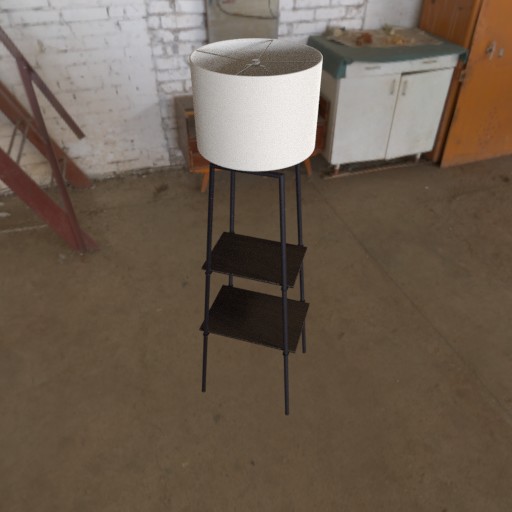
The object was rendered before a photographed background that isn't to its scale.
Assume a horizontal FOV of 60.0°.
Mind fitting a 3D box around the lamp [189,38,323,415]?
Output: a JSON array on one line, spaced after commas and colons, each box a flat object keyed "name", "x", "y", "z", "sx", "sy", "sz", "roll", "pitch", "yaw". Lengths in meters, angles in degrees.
[{"name": "lamp", "x": 0.000, "y": 0.000, "z": 1.723, "sx": 0.427, "sy": 1.474, "sz": 0.384, "roll": 11, "pitch": 41, "yaw": 13}]
